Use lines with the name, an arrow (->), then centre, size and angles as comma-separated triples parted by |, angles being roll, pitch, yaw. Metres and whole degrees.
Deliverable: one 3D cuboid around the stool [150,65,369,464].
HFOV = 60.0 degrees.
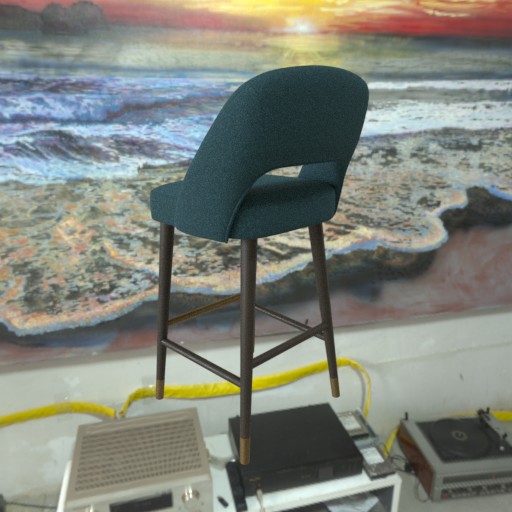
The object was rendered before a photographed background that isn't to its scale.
stool -> 0.000, 0.000, 1.346 | 0.522, 1.032, 0.536 | 17, 24, 42
